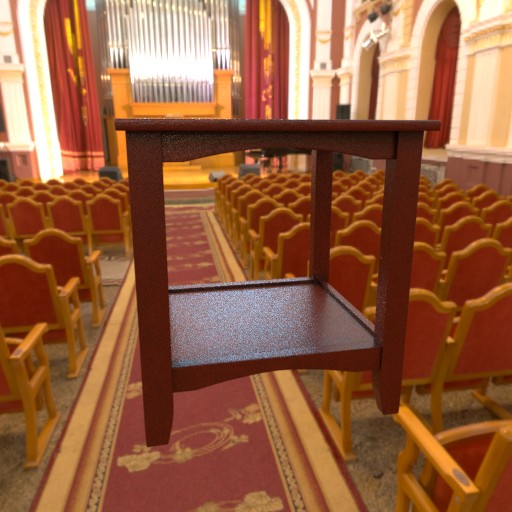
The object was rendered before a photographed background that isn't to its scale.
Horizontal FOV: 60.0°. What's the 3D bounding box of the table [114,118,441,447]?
[{"bbox_3d":[0.000,0.000,0.968,0.523,0.558,0.522,-3,16,-9],"label":"table"}]
